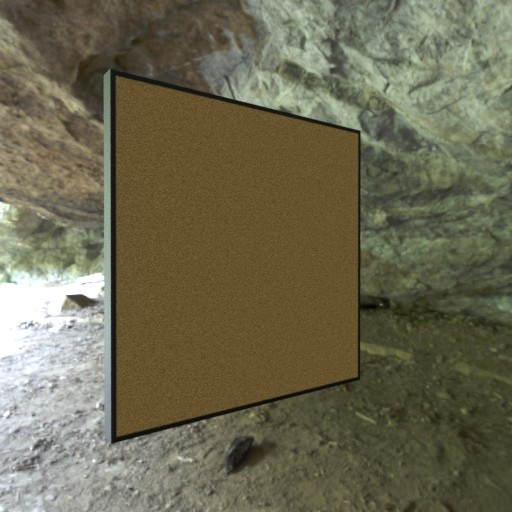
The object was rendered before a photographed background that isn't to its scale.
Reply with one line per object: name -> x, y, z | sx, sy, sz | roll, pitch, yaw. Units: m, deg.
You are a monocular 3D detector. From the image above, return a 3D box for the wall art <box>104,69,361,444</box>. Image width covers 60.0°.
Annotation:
wall art -> 0.000, 0.000, 0.767 | 0.513, 0.511, 0.028 | 0, 1, -37
